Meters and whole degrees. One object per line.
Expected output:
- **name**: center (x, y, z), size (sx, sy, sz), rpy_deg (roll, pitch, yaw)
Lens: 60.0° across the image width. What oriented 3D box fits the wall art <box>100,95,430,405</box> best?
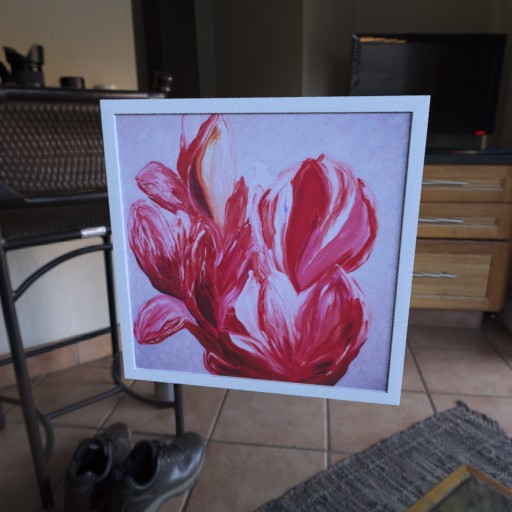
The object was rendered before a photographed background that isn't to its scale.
- **wall art**: center (0.000, 0.000, 0.675), size (0.455, 0.453, 0.023), rpy_deg (3, 16, 10)
